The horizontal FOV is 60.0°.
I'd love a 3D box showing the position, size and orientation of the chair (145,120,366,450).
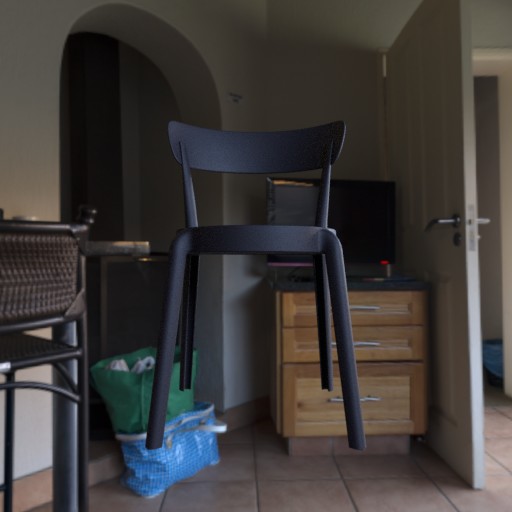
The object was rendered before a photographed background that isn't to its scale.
[{"bbox_3d":[0.000,0.000,1.139,0.506,0.790,0.491,0,-1,0],"label":"chair"}]
